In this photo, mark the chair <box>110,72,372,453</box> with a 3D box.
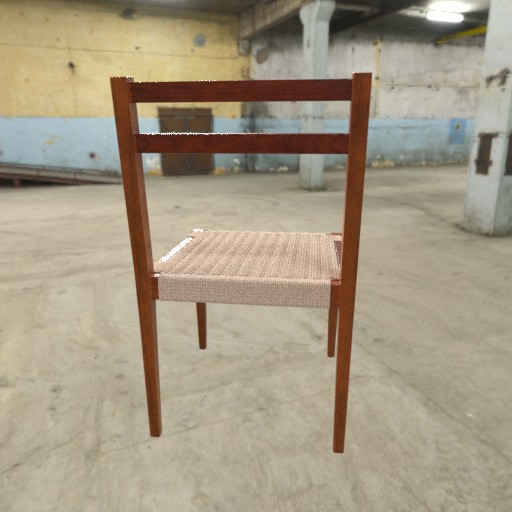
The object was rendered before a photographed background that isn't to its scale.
[{"bbox_3d":[0.000,0.000,1.196,0.495,0.851,0.569,2,15,7],"label":"chair"}]
